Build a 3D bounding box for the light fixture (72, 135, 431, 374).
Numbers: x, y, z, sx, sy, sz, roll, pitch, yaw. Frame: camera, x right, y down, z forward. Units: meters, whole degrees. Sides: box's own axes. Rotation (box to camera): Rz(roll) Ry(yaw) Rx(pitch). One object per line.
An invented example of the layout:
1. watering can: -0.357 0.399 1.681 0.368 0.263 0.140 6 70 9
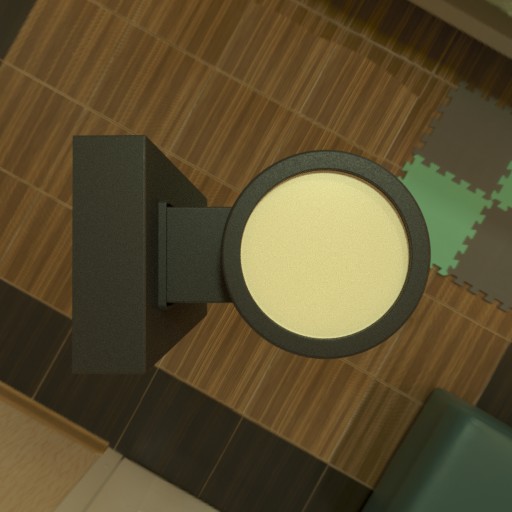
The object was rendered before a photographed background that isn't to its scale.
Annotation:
1. light fixture: 0.000 0.000 0.259 0.138 0.179 0.098 0 90 1
